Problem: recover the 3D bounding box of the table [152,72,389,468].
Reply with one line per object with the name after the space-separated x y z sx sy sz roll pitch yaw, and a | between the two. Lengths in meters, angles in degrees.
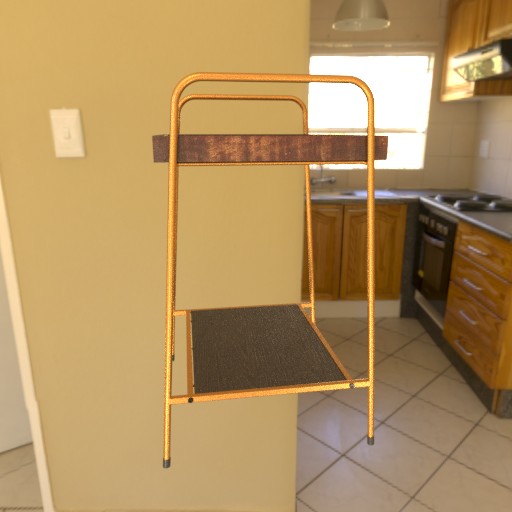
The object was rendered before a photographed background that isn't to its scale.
0.000 0.000 0.990 0.430 0.710 0.430 -2 16 -9 | table
